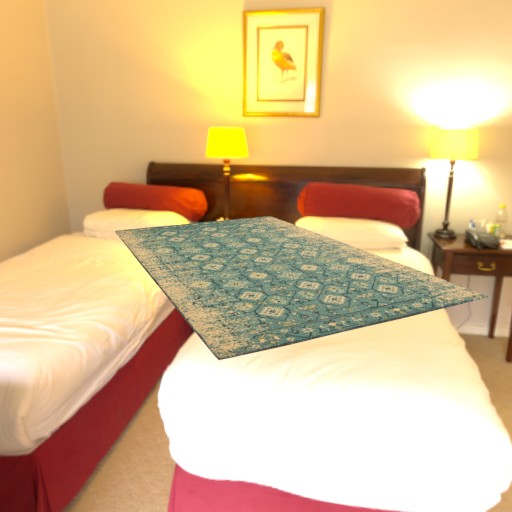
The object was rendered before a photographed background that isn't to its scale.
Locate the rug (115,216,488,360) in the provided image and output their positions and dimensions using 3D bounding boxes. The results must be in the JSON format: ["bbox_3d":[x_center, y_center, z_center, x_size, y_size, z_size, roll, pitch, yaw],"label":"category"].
[{"bbox_3d":[0.000,0.000,2.226,1.102,0.008,1.795,-8,18,-25],"label":"rug"}]
